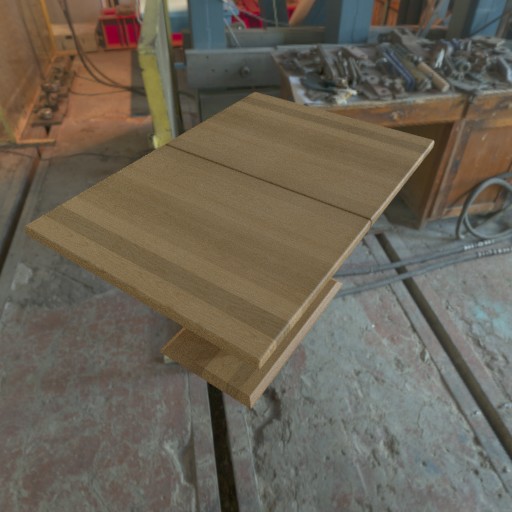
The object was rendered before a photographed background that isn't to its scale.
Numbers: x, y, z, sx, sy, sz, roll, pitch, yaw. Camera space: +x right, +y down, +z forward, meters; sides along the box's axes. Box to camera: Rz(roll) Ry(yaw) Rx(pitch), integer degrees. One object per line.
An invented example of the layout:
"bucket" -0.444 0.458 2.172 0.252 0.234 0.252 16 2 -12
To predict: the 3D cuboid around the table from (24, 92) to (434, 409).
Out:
"table" 0.000 0.000 1.866 0.900 0.770 1.300 25 48 25
